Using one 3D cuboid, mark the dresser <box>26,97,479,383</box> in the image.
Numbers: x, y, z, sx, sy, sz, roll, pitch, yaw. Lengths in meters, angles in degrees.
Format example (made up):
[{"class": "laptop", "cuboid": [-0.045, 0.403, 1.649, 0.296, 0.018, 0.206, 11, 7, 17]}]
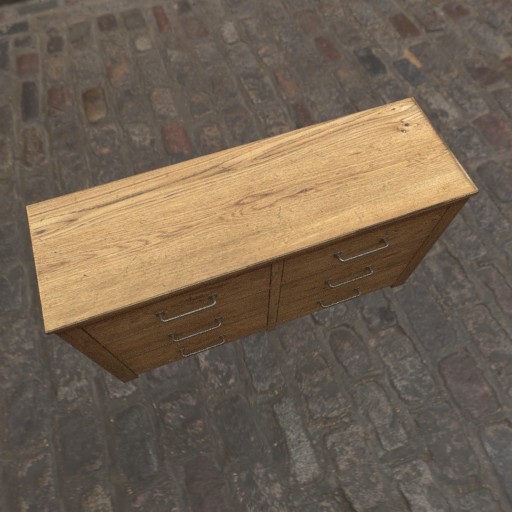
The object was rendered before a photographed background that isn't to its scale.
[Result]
[{"class": "dresser", "cuboid": [0.000, 0.000, 2.103, 1.657, 0.932, 0.563, -18, 65, -9]}]
